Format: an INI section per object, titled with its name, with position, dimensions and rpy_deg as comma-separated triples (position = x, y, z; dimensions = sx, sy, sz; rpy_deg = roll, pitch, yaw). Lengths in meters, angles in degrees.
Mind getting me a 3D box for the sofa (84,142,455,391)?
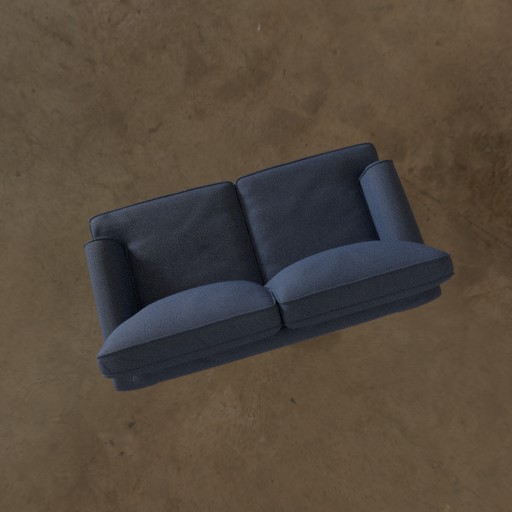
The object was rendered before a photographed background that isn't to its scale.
[sofa]
position = 0.000, 0.000, 2.302
dimensions = 1.651, 0.965, 0.965
rpy_deg = -16, 78, -3
